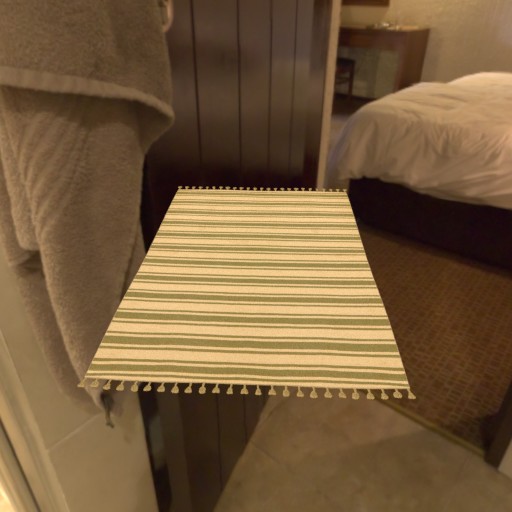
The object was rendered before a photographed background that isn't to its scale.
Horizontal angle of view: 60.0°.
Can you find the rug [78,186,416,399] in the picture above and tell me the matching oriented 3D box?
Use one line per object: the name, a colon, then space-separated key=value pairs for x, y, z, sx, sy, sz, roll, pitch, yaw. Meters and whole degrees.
rug: x=0.000 y=0.000 z=3.039 sx=1.540 sy=0.018 sz=2.435 roll=1 pitch=31 yaw=2
